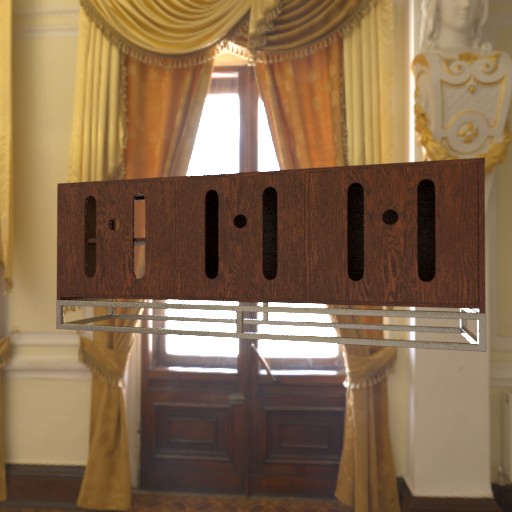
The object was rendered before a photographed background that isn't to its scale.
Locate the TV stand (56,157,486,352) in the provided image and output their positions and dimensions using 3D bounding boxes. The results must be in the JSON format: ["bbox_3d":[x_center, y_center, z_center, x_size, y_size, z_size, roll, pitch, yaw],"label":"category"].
[{"bbox_3d":[0.000,0.000,1.721,1.541,0.578,0.382,0,-1,17],"label":"TV stand"}]
